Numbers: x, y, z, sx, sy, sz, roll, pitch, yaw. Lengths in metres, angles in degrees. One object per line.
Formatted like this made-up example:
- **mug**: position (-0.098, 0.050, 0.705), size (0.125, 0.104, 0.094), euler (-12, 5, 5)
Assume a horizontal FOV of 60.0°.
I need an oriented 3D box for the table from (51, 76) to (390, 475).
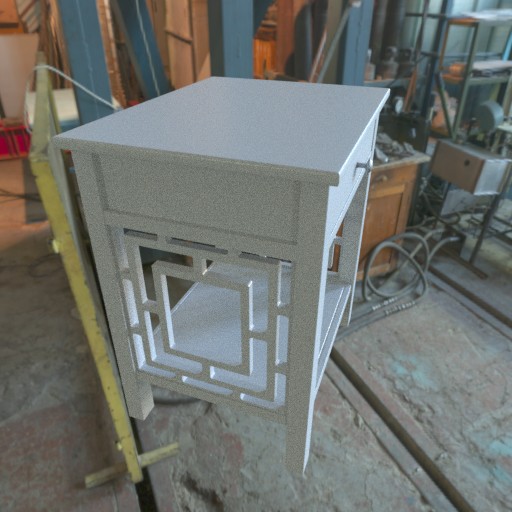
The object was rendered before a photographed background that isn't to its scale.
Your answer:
- **table**: position (0.000, 0.000, 0.994), size (0.451, 0.646, 0.564), euler (11, 33, 17)
